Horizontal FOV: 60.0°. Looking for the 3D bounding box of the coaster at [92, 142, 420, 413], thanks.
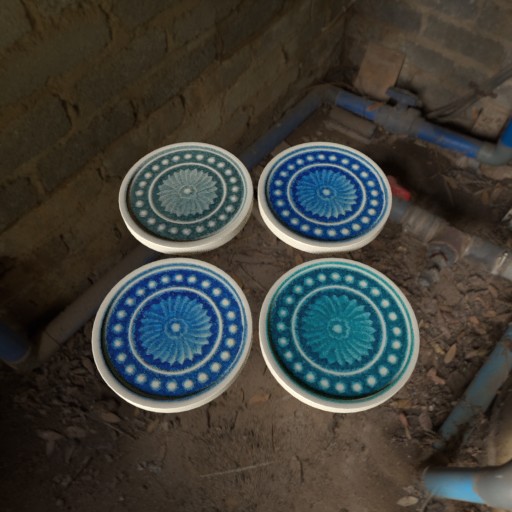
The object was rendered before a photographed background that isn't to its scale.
[{"bbox_3d":[0.000,0.000,0.333,0.220,0.010,0.224,0,60,0],"label":"coaster"}]
